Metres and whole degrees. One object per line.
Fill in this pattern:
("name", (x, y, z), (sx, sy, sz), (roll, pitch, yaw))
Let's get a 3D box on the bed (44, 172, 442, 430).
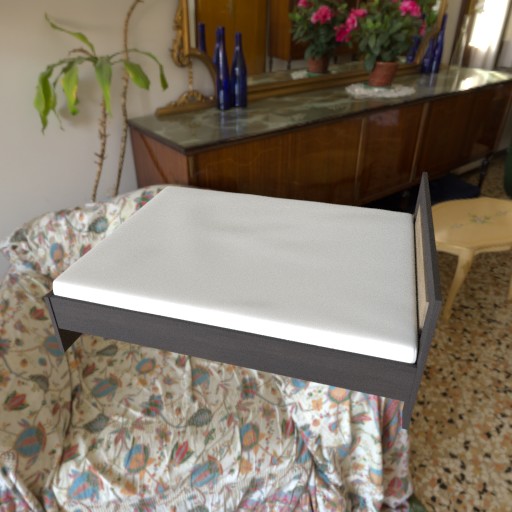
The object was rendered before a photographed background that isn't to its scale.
("bed", (0.000, 0.000, 2.954), (2.073, 0.823, 1.585), (8, 32, 14))
